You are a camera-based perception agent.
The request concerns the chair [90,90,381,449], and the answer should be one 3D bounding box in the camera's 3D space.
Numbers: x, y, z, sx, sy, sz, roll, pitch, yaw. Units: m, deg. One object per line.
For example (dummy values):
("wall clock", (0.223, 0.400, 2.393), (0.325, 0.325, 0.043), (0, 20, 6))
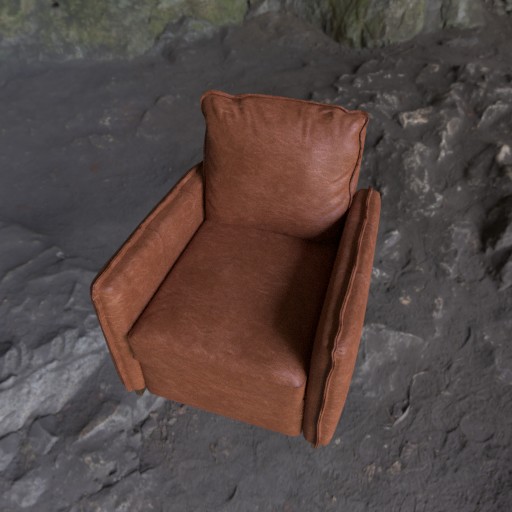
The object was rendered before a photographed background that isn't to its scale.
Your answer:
("chair", (0.000, 0.000, 1.604), (0.830, 0.922, 0.922), (12, 43, 13))
